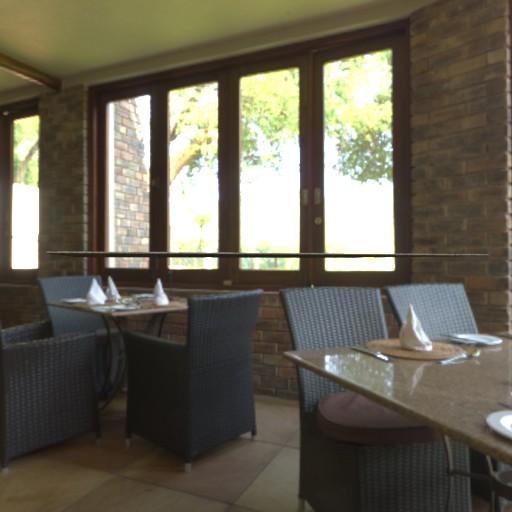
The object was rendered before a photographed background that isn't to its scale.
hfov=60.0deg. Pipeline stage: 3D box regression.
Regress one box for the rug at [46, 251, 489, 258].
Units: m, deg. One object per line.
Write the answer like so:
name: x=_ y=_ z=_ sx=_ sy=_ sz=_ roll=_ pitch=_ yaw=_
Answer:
rug: x=0.000 y=0.000 z=2.316 sx=1.829 sy=0.008 sz=1.219 roll=0 pitch=-1 yaw=-17
